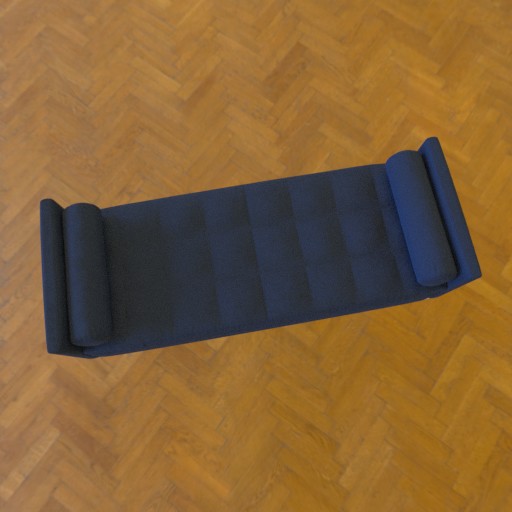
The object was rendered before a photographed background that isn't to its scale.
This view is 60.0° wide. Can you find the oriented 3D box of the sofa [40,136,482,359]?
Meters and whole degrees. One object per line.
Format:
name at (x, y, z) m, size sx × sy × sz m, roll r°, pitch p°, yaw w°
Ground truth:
sofa at (0.000, 0.000, 2.477) m, size 2.102 × 0.657 × 0.797 m, roll -10°, pitch 75°, yaw -3°
